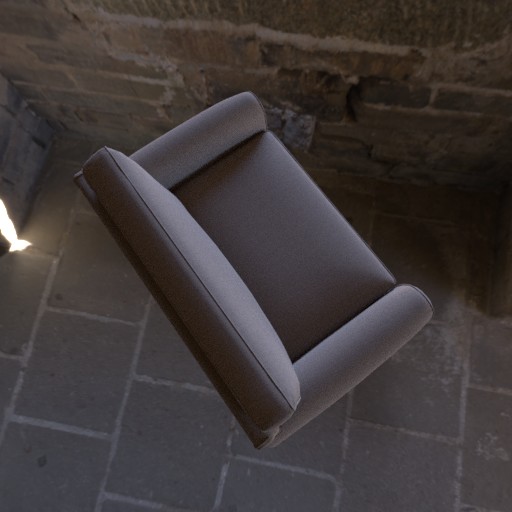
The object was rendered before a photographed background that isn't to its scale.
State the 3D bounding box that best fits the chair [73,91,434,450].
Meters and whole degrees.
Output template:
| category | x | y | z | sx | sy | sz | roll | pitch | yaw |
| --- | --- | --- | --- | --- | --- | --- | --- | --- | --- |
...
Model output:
| category | x | y | z | sx | sy | sz | roll | pitch | yaw |
| --- | --- | --- | --- | --- | --- | --- | --- | --- | --- |
| chair | 0.000 | 0.000 | 2.033 | 0.930 | 0.930 | 1.390 | -35 | 77 | -9 |
